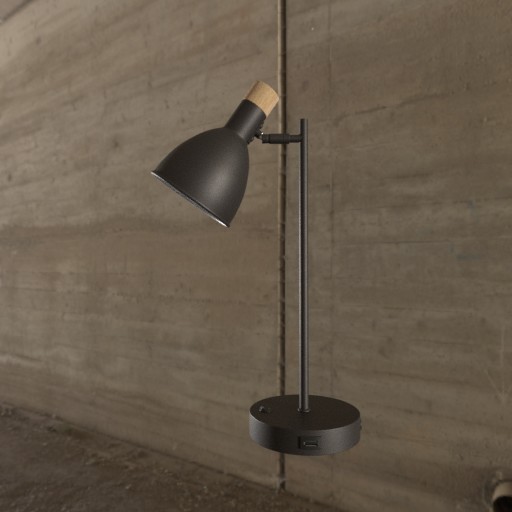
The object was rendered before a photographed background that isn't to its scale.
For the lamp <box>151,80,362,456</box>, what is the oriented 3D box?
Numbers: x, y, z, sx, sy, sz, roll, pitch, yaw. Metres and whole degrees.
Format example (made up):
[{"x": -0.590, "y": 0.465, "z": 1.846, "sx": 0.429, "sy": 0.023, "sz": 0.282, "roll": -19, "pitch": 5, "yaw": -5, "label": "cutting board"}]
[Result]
[{"x": 0.000, "y": 0.000, "z": 0.610, "sx": 0.287, "sy": 0.483, "sz": 0.152, "roll": 0, "pitch": -1, "yaw": 0, "label": "lamp"}]
